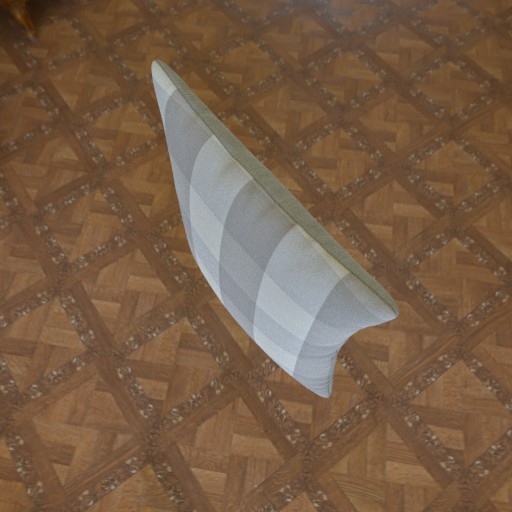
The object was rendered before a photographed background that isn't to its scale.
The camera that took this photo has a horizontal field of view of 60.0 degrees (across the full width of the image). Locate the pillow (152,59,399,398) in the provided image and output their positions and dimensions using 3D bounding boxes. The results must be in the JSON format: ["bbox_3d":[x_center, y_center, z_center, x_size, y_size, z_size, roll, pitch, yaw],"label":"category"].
[{"bbox_3d":[0.000,0.000,0.799,0.161,0.509,0.511,-34,68,-16],"label":"pillow"}]
